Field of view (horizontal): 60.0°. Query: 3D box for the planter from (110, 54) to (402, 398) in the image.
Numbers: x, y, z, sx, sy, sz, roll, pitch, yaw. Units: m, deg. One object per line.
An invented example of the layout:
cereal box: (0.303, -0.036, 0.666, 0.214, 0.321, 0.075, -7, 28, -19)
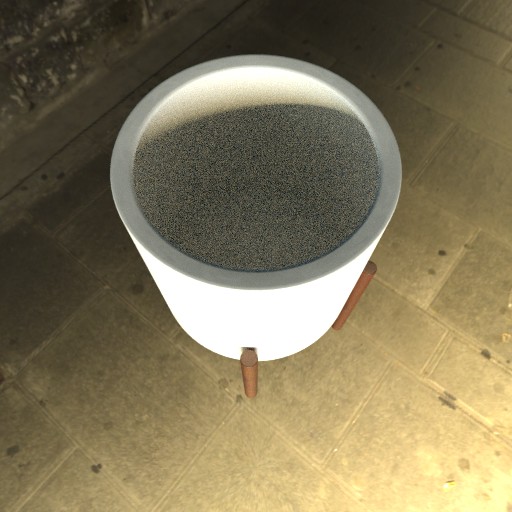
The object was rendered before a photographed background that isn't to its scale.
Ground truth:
planter: (0.000, 0.000, 0.941, 0.417, 0.670, 0.417, -33, 69, -15)
